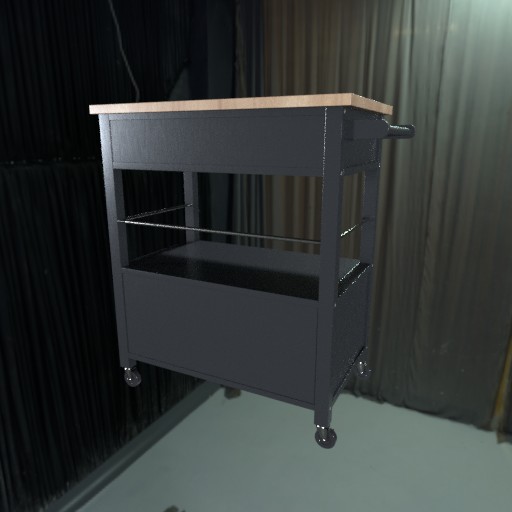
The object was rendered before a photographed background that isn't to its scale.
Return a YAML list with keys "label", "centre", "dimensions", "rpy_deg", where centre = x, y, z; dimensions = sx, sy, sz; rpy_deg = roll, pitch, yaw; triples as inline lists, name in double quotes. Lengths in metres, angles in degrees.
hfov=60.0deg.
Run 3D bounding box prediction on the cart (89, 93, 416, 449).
- label: "cart"
  centre: [0.000, 0.000, 1.398]
  dimensions: [0.840, 0.901, 0.459]
  rpy_deg: [7, 17, 26]
